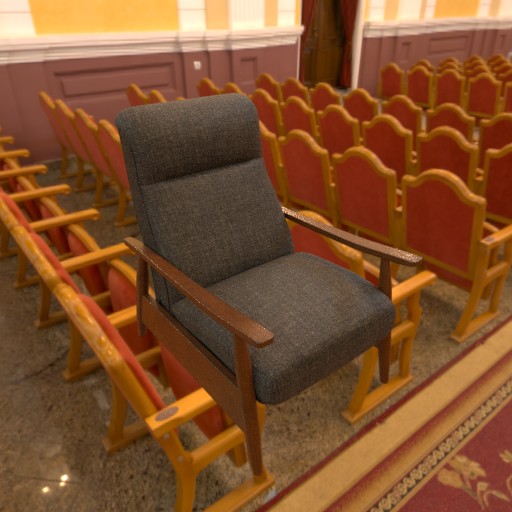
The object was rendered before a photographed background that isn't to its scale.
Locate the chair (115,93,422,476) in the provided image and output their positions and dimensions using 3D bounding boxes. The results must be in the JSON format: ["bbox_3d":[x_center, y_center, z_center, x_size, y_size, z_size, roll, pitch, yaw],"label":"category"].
[{"bbox_3d":[0.000,0.000,1.794,0.762,1.082,1.014,-21,36,-32],"label":"chair"}]
